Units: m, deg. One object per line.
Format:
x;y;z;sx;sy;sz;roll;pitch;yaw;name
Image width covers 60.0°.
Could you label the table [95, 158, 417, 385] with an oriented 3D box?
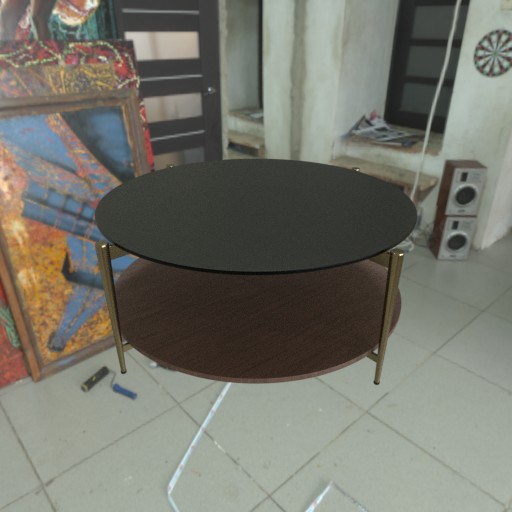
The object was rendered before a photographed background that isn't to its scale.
0.000;0.000;1.444;0.938;0.400;0.938;9;28;16;table
